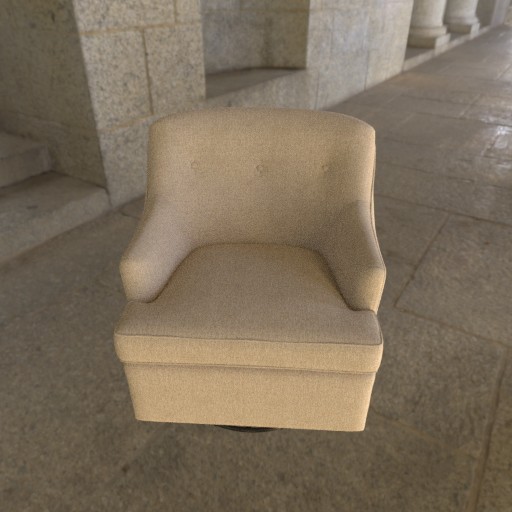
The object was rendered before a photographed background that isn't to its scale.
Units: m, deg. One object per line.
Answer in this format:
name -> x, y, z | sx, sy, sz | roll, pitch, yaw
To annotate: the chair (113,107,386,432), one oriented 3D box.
chair -> 0.000, 0.000, 1.609 | 0.864, 0.856, 0.923 | 2, 32, 3
